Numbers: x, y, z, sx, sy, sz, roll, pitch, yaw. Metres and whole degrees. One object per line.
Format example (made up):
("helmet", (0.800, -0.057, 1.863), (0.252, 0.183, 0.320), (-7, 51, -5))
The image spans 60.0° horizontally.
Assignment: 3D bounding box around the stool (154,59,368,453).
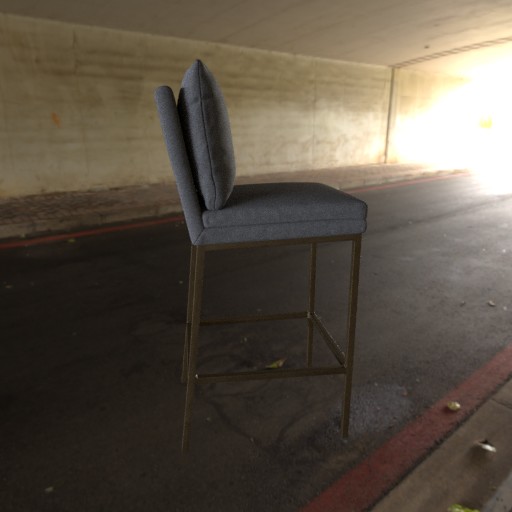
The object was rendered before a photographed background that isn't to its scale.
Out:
("stool", (0.000, 0.000, 1.453), (0.569, 1.130, 0.463), (-3, 17, -9))
